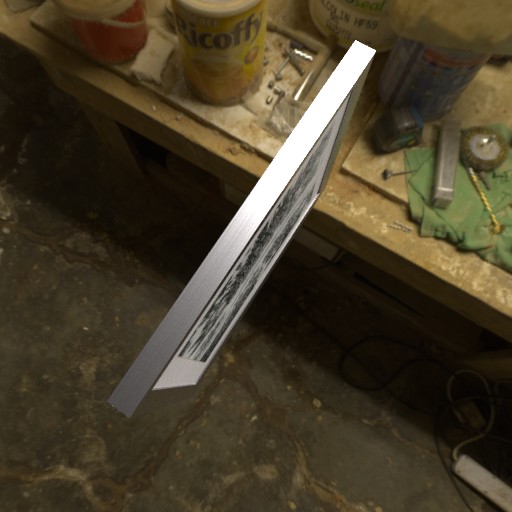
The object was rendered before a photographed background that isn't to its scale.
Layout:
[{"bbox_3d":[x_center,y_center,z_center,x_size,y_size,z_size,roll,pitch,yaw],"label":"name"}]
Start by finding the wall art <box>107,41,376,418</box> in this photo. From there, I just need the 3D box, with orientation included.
[{"bbox_3d":[0.000,0.000,0.762,0.032,0.456,0.557,32,77,8],"label":"wall art"}]
